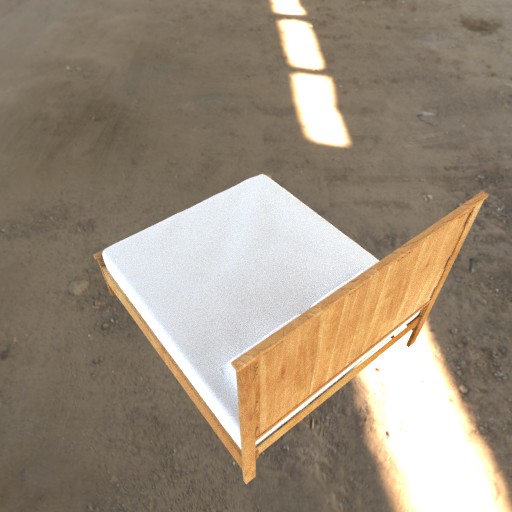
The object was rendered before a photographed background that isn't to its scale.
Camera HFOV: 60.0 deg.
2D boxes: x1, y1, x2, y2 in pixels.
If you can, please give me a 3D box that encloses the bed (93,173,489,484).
[{"bbox_3d":[0.000,0.000,4.073,2.225,1.938,2.530,-30,54,-25],"label":"bed"}]
